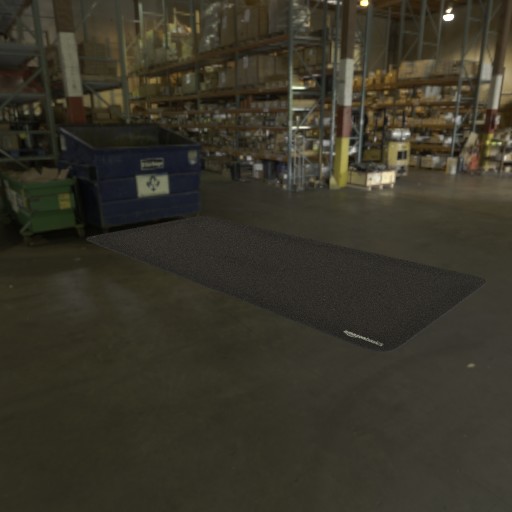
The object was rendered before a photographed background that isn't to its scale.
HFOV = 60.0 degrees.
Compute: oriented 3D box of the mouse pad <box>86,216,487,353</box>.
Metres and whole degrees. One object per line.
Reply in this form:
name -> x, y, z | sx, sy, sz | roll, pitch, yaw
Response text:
mouse pad -> 0.000, 0.000, 1.048 | 0.907, 0.003, 0.424 | 16, 23, 42
